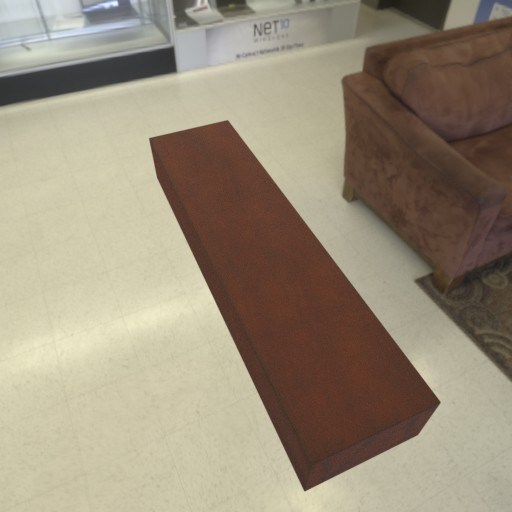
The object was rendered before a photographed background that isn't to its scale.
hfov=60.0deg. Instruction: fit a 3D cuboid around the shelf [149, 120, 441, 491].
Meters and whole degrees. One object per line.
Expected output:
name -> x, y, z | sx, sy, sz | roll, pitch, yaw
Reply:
shelf -> 0.000, 0.000, 0.659 | 0.152, 0.088, 0.607 | -18, 50, -16
